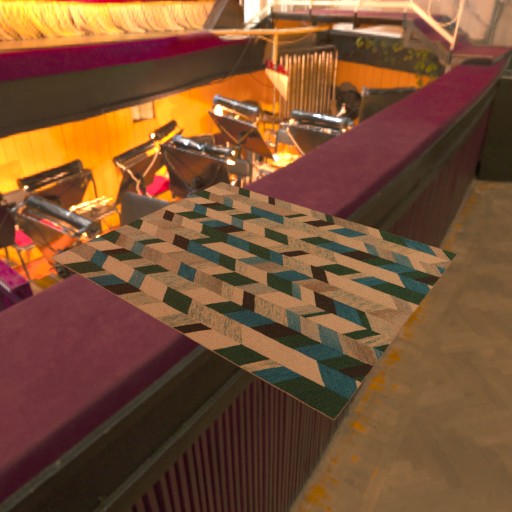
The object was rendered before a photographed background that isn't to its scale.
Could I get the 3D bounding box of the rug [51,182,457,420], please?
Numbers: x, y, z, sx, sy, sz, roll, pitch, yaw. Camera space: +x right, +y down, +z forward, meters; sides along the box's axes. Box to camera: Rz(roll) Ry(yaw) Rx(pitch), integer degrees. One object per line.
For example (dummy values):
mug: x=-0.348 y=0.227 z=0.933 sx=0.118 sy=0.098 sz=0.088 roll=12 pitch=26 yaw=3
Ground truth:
rug: x=0.000 y=0.000 z=4.225 sx=3.036 sy=0.008 sz=2.440 roll=22 pitch=37 yaw=32
